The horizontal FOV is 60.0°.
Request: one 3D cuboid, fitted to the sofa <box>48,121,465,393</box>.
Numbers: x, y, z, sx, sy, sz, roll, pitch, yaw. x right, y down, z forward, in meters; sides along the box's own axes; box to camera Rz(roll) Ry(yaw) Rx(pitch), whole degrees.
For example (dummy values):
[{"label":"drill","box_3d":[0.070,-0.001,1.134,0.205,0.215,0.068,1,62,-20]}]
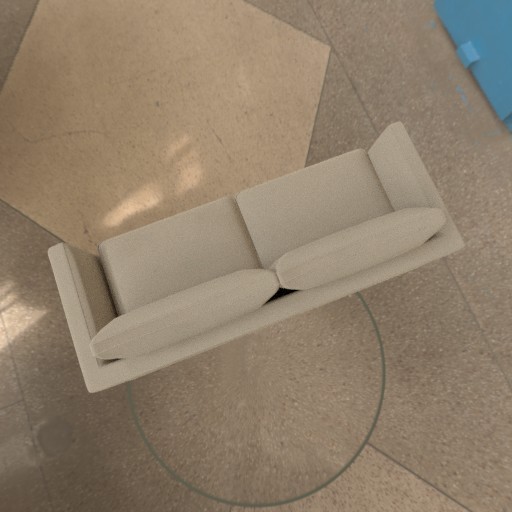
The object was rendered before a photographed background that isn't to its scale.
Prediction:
[{"label":"sofa","box_3d":[0.000,0.000,2.724,2.214,1.005,0.868,-21,77,-5]}]
